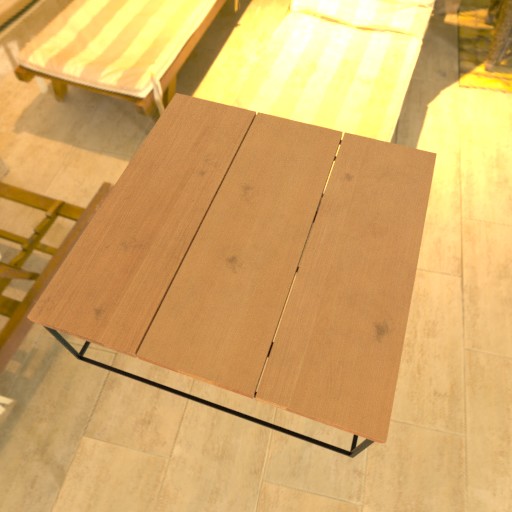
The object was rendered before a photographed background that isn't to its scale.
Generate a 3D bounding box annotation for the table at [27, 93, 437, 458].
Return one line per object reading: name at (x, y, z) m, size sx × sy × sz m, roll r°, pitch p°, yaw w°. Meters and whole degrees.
table at (0.000, 0.000, 1.700) m, size 1.100 × 0.400 × 1.100 m, roll 16°, pitch 60°, yaw 10°
